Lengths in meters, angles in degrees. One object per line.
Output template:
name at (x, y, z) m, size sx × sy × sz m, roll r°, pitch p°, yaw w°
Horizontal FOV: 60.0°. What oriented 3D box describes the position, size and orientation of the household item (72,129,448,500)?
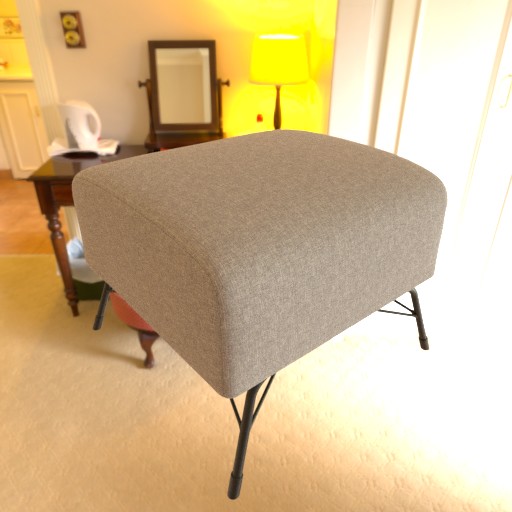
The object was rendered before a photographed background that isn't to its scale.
household item at (0.000, 0.000, 0.875) m, size 0.530 × 0.410 × 0.530 m, roll -22°, pitch 36°, yaw -34°
